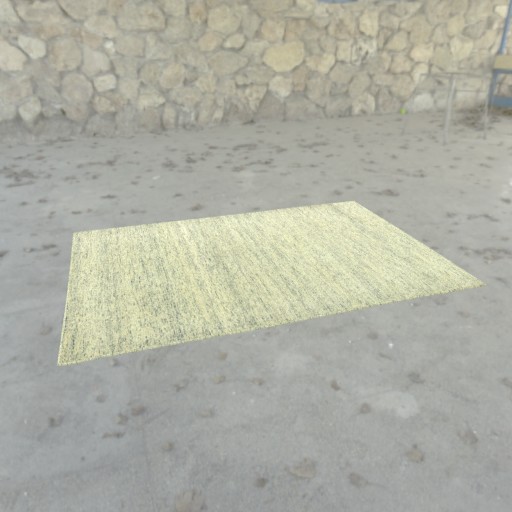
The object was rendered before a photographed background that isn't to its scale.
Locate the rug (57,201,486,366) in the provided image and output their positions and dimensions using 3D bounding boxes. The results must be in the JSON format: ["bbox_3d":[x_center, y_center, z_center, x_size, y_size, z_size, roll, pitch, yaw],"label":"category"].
[{"bbox_3d":[0.000,0.000,2.321,1.846,0.014,1.243,-8,27,-16],"label":"rug"}]
